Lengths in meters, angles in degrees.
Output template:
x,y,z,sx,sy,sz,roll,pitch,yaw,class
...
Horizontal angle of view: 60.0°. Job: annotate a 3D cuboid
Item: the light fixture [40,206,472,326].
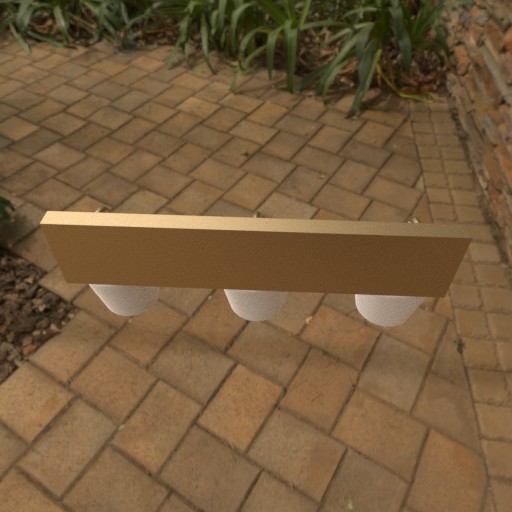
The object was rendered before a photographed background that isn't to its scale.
x,y,z,sx,sy,sz,roll,pitch,yaw,class
0.000,0.000,0.711,0.609,0.280,0.190,2,45,2,light fixture
